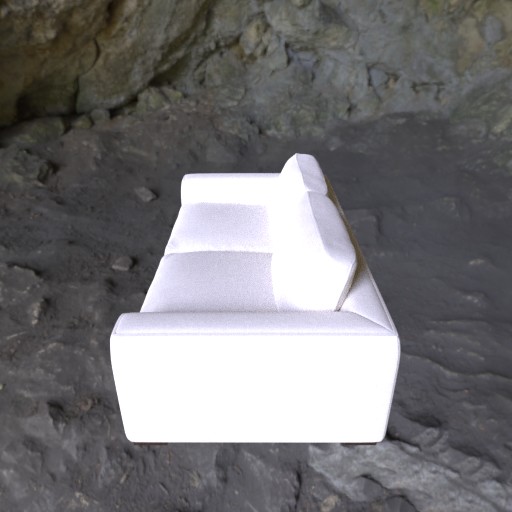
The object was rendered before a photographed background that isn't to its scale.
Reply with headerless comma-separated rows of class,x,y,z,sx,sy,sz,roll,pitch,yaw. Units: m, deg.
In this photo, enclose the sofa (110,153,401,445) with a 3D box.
sofa,0.000,0.000,2.461,1.069,0.801,1.920,0,28,0
